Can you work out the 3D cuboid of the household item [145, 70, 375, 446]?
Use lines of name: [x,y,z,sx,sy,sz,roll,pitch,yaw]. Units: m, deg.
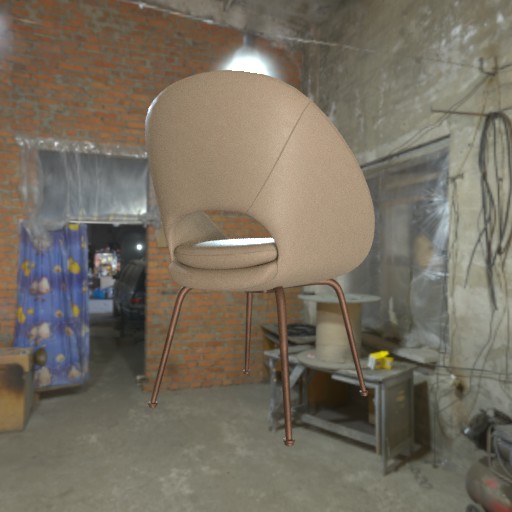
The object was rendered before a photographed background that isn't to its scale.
household item: [0.000,0.000,1.266,0.623,0.852,0.573,0,-1,35]
